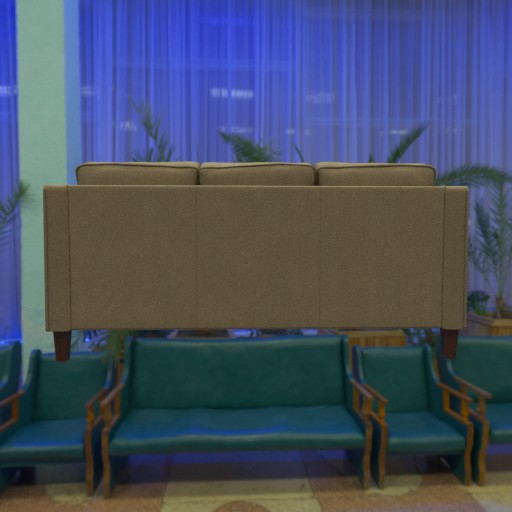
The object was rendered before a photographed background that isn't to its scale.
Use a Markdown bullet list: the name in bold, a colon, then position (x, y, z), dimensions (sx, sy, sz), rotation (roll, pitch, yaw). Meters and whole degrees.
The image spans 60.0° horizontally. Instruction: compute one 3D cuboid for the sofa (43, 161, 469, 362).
- **sofa**: position (0.000, 0.000, 2.516), dimensions (1.986, 0.974, 0.911), rotation (0, 1, -2)
